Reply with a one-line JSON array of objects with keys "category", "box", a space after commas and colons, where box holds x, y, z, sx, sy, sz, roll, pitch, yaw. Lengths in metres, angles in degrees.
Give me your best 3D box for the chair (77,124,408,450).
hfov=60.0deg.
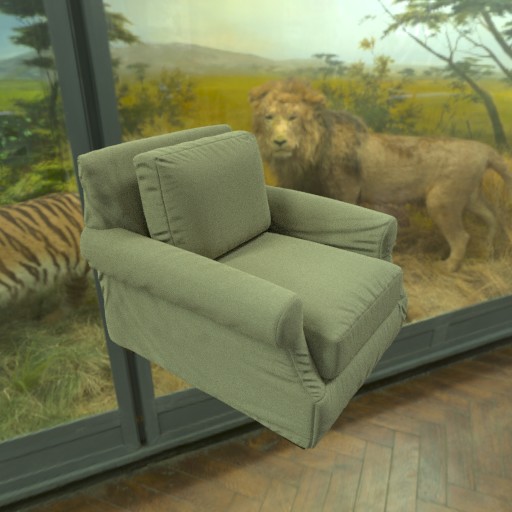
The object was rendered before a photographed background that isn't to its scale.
[{"category": "chair", "box": [0.000, 0.000, 1.780, 1.066, 0.866, 0.940, 18, 31, 32]}]
